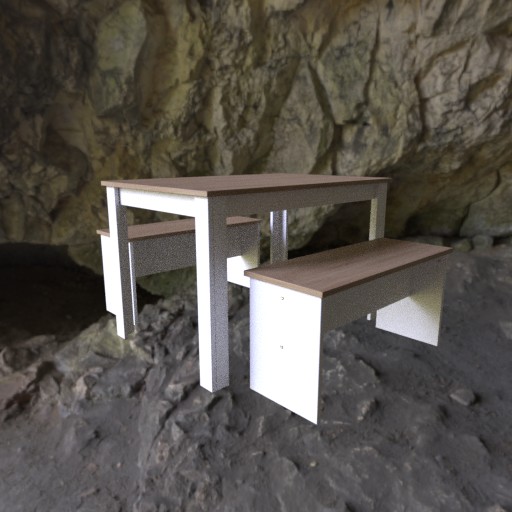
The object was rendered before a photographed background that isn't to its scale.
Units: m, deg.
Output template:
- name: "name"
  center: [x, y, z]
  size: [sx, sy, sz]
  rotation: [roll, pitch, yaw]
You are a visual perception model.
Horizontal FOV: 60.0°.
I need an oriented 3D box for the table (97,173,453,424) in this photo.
- name: "table"
  center: [0.000, 0.000, 2.055]
  size: [1.100, 0.700, 1.443]
  rotation: [-12, 18, -42]
